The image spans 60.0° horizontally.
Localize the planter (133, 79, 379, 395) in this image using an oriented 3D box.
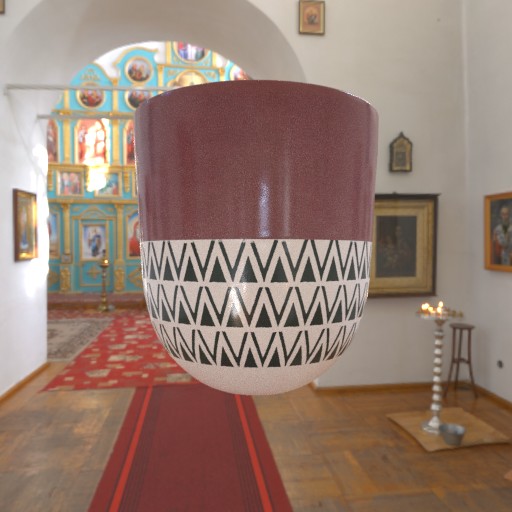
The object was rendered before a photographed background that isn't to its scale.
[{"bbox_3d":[0.000,0.000,0.365,0.195,0.214,0.195,0,0,0],"label":"planter"}]
